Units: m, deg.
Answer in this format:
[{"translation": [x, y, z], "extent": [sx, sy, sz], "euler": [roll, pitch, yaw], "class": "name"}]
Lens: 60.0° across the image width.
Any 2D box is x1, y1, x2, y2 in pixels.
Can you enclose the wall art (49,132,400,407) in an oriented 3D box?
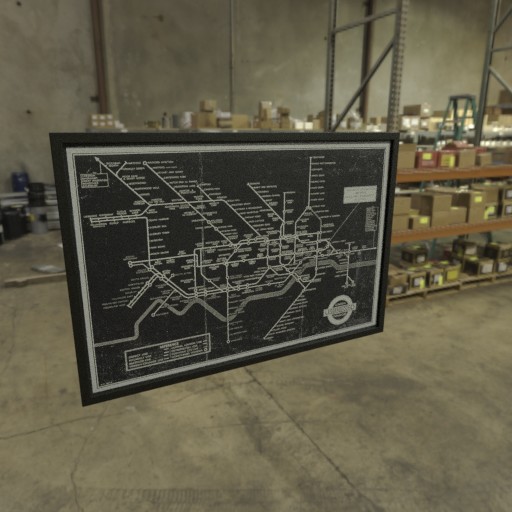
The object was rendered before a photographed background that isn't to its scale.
[{"translation": [0.000, 0.000, 1.507], "extent": [1.192, 0.811, 0.013], "euler": [-8, 17, -25], "class": "wall art"}]
